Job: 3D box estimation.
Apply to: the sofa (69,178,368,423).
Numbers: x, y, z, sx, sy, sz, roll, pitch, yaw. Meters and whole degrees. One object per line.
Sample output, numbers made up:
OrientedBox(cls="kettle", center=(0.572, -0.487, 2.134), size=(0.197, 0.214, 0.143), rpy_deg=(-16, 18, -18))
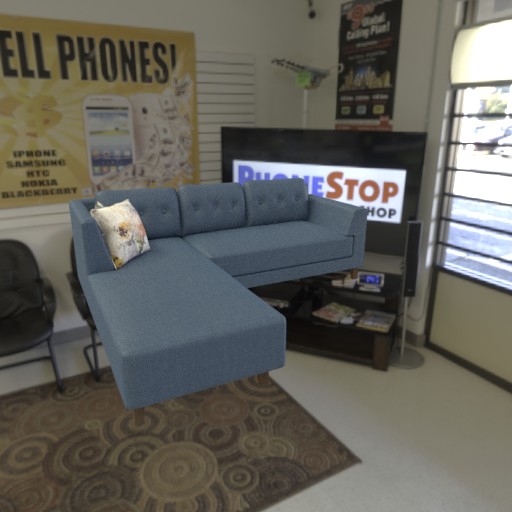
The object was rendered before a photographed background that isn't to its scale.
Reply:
OrientedBox(cls="sofa", center=(0.000, 0.000, 2.978), size=(2.120, 0.787, 1.829), rpy_deg=(-9, 19, -26))
